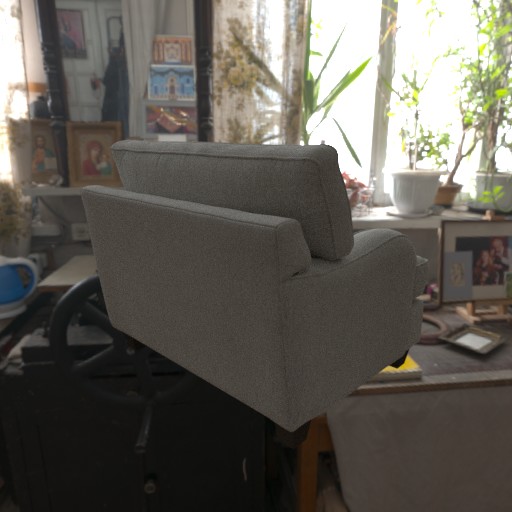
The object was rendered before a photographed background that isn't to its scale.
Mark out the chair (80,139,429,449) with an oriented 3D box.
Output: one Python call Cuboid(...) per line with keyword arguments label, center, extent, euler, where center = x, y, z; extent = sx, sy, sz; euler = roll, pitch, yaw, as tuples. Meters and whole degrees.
Cuboid(label="chair", center=(0.000, 0.000, 2.006), extent=(1.220, 1.016, 1.041), euler=(15, 22, 42))
